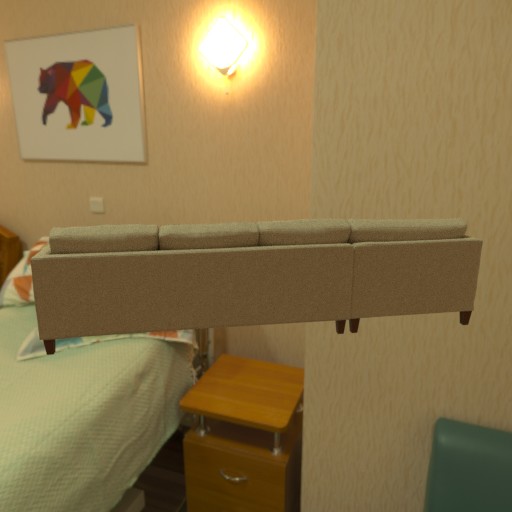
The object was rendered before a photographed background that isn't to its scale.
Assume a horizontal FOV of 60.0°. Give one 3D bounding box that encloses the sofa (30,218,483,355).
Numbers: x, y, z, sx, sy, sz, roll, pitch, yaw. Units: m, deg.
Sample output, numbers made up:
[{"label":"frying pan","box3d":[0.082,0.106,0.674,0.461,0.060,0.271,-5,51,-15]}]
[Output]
[{"label":"sofa","box3d":[0.000,0.000,3.877,3.186,0.846,1.625,-2,15,-9]}]
